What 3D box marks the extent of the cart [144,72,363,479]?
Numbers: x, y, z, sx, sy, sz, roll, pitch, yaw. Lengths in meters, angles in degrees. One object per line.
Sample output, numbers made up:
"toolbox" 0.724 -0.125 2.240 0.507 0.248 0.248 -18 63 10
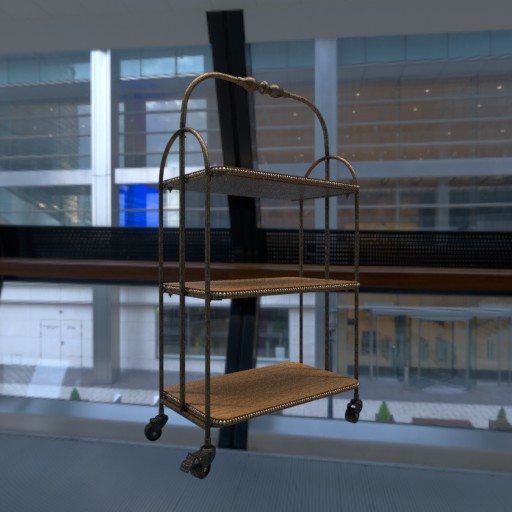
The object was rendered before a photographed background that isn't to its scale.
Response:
"cart" 0.000 0.000 1.325 0.650 1.052 0.330 -1 1 -38
